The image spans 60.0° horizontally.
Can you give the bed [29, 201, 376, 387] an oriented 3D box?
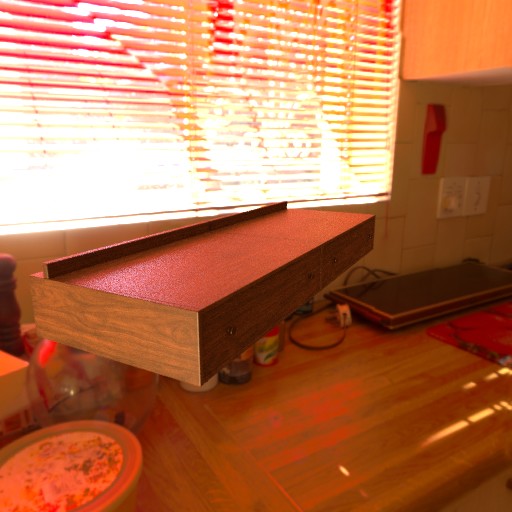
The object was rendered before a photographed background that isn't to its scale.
[{"bbox_3d":[0.000,0.000,2.356,0.787,0.326,2.057,8,16,28],"label":"bed"}]
